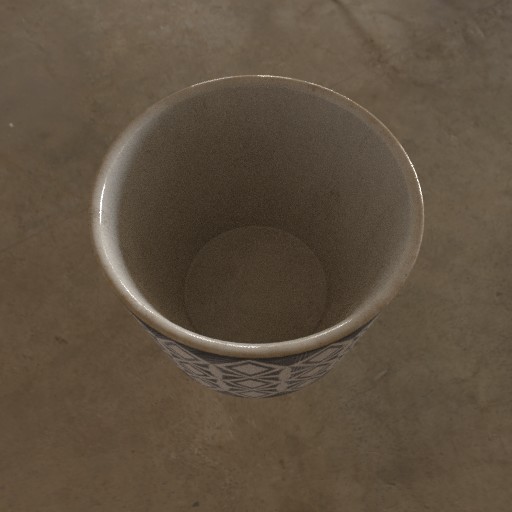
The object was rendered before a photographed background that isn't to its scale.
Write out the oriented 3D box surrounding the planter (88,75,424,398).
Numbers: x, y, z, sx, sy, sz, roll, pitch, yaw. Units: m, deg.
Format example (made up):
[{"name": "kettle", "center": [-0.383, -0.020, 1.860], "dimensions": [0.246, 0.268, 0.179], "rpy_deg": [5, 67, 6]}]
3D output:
[{"name": "planter", "center": [0.000, 0.000, 0.330], "dimensions": [0.192, 0.165, 0.192], "rpy_deg": [0, 63, 0]}]
